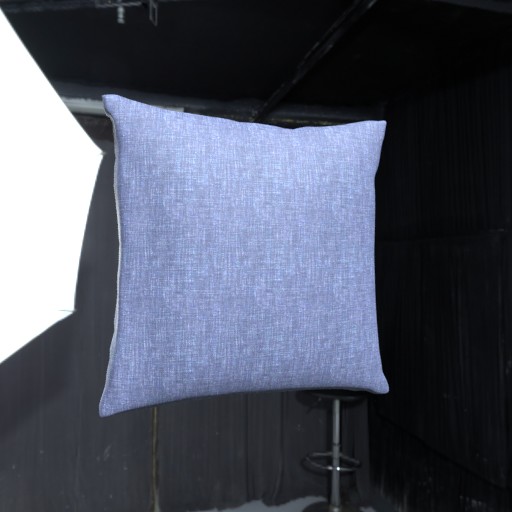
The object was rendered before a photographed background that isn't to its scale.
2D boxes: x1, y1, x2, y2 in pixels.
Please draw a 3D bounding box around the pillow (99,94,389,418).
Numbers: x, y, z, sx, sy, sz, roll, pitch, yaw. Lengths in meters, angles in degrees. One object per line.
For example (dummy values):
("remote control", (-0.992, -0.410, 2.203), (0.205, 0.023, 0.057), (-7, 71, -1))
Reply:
("pillow", (0.000, 0.000, 0.765), (0.510, 0.510, 0.145), (0, -1, -15))
